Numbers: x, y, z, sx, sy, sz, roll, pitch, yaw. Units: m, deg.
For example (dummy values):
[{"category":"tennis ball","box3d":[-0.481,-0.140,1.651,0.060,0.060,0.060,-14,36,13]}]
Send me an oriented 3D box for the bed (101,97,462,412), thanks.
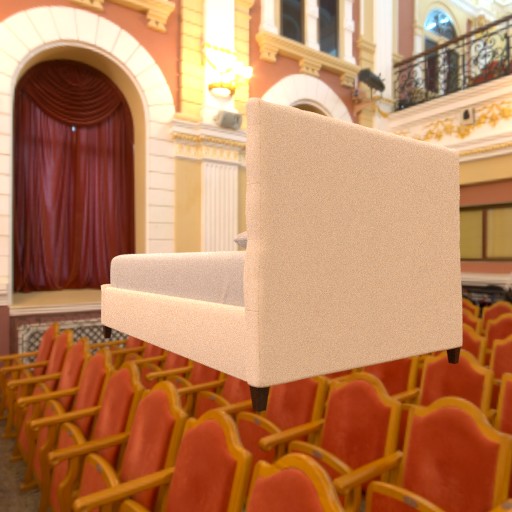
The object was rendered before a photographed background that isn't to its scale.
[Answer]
[{"category":"bed","box3d":[0.000,0.000,3.419,1.698,1.427,2.387,0,-1,-35]}]
